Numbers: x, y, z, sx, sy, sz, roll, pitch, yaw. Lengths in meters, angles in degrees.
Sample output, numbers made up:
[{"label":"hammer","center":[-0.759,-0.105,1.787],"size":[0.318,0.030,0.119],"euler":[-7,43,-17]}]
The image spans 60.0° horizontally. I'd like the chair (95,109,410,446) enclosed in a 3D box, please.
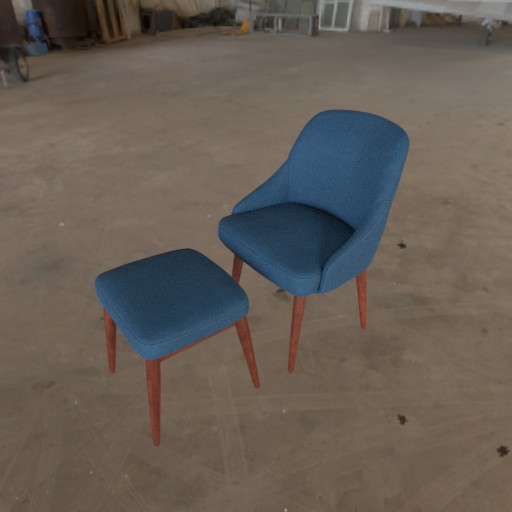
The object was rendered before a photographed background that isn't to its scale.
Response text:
[{"label":"chair","center":[0.000,0.000,1.636],"size":[1.114,0.866,0.584],"euler":[-21,38,-30]}]
